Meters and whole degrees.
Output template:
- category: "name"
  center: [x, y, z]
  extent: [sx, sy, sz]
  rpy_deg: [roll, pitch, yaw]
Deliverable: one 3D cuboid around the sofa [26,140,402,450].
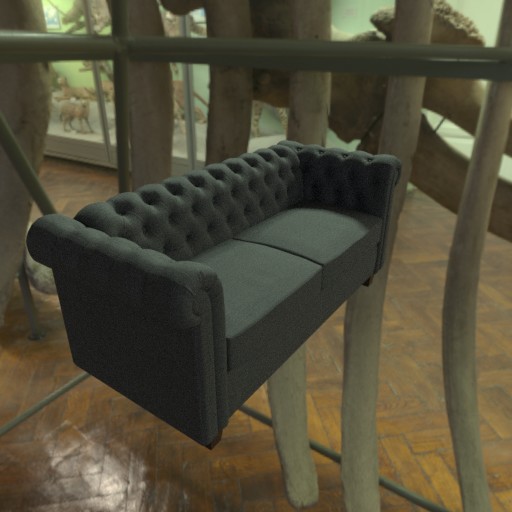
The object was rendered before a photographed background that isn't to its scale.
- category: "sofa"
  center: [0.000, 0.000, 2.187]
  extent: [0.783, 0.797, 1.798]
  rpy_deg: [17, 31, 31]
